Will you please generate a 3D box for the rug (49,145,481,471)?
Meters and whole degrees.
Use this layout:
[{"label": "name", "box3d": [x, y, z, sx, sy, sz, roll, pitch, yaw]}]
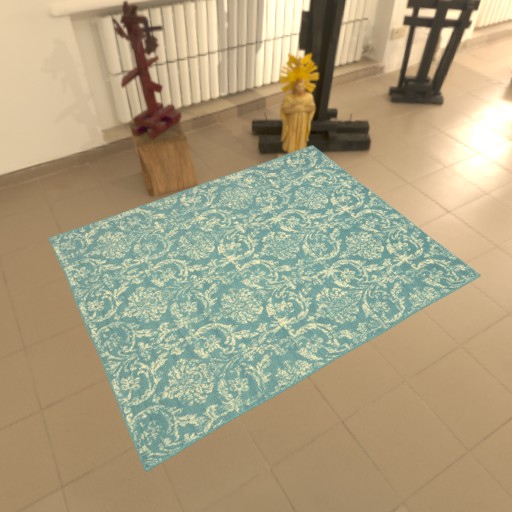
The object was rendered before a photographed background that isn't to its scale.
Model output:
[{"label": "rug", "box3d": [0.000, 0.000, 3.870, 2.980, 0.012, 2.363, -24, 50, -21]}]
